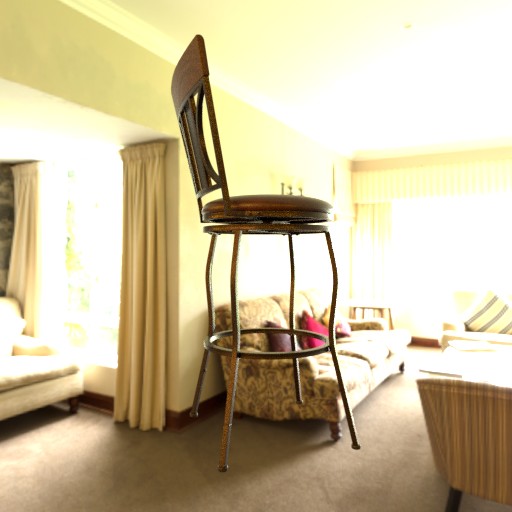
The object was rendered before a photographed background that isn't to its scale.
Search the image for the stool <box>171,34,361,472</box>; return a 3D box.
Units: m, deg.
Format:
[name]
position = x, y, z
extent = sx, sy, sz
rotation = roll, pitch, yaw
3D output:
[stool]
position = 0.000, 0.000, 1.414
extent = 0.513, 1.130, 0.448
rotation = 0, 1, -19
